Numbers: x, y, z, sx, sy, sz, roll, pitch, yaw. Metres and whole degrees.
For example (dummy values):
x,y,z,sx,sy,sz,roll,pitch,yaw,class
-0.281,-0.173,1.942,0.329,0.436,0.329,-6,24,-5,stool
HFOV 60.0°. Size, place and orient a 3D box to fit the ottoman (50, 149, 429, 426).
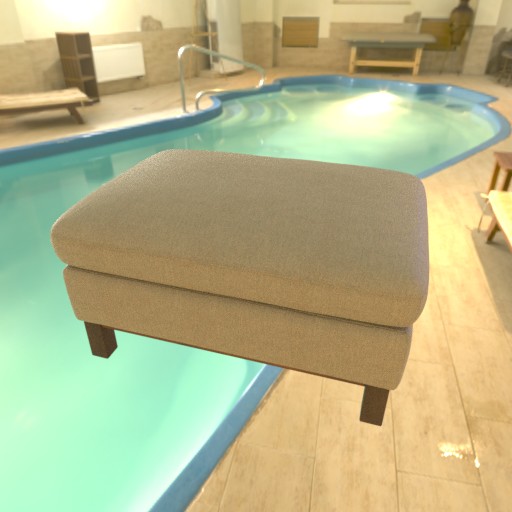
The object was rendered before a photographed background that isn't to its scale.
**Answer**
x,y,z,sx,sy,sz,roll,pitch,yaw,class
0.000,0.000,1.053,0.735,0.404,0.528,9,32,15,ottoman
